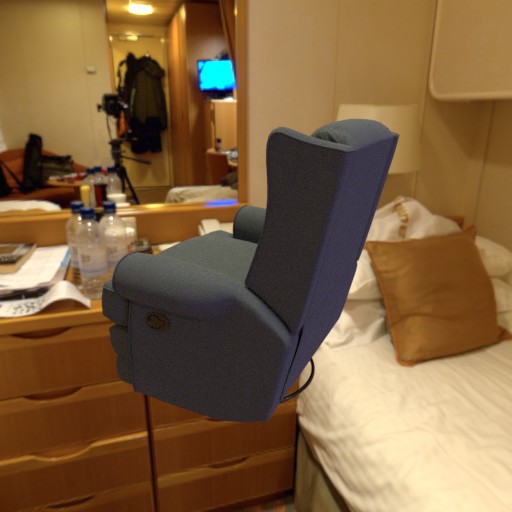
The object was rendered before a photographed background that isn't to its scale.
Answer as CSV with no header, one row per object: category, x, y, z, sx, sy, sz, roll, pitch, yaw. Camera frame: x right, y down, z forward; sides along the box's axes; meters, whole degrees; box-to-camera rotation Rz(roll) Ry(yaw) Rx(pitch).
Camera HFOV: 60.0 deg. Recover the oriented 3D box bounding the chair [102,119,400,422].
chair,0.000,0.000,1.715,0.877,1.020,0.971,9,20,25
